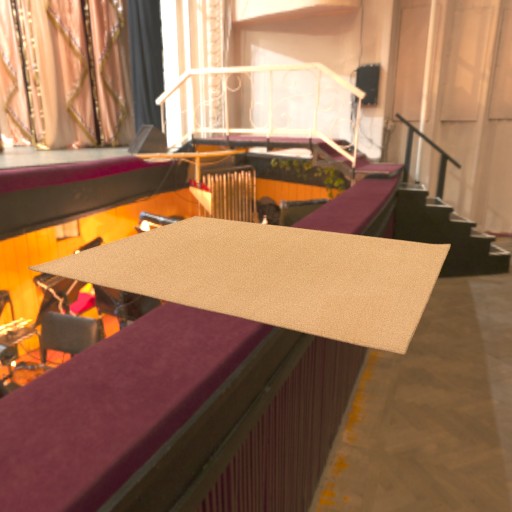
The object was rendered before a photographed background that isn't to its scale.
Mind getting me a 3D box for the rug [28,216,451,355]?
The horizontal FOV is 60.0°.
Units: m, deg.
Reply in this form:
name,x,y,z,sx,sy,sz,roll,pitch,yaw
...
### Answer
name,x,y,z,sx,sy,sz,roll,pitch,yaw
rug,0.000,0.000,3.813,2.897,0.035,2.277,9,19,27
